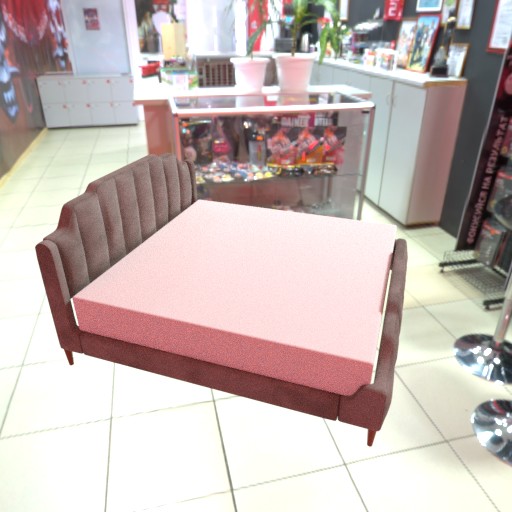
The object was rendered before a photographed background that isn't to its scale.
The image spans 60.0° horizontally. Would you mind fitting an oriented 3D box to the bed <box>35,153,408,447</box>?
[{"bbox_3d":[0.000,0.000,3.572,2.340,1.245,2.074,9,29,17],"label":"bed"}]
